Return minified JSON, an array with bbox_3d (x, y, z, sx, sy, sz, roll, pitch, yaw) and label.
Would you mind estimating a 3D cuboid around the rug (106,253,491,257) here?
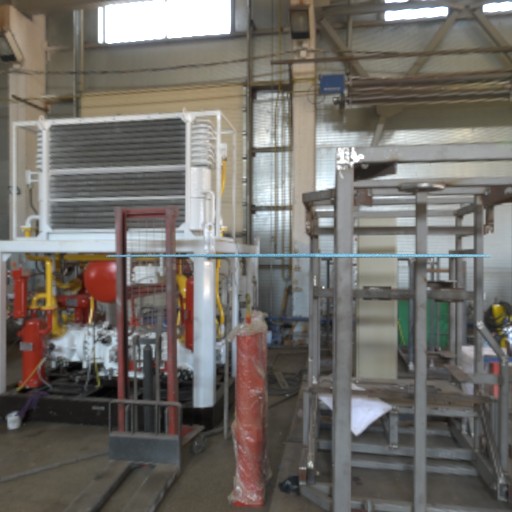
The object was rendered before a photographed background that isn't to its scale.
[{"bbox_3d":[0.000,0.000,1.451,0.604,0.007,1.219,0,0,-35],"label":"rug"}]
